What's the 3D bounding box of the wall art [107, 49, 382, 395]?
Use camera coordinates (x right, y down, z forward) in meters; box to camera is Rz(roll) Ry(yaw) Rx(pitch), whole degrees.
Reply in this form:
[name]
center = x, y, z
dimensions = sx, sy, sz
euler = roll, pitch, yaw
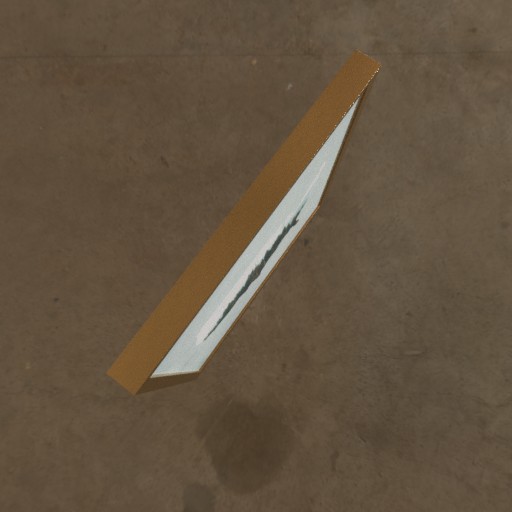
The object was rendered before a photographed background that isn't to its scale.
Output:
[wall art]
center = 0.000, 0.000, 0.780
dimensions = 0.040, 0.509, 0.509
euler = 35, 79, 8
